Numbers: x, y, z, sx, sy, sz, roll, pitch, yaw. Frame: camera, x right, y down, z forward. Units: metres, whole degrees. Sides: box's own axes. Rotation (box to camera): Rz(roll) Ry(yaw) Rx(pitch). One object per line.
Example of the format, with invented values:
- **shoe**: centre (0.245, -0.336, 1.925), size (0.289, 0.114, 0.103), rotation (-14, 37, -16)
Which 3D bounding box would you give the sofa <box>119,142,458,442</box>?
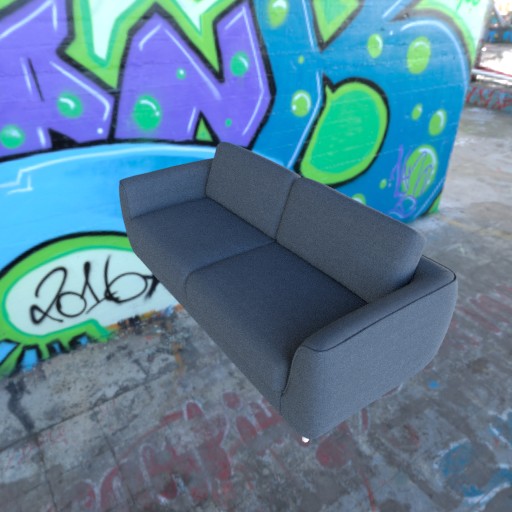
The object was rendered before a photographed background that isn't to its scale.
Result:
- **sofa**: centre (0.000, 0.000, 2.481), size (0.920, 0.850, 2.000), rotation (-20, 36, -29)
